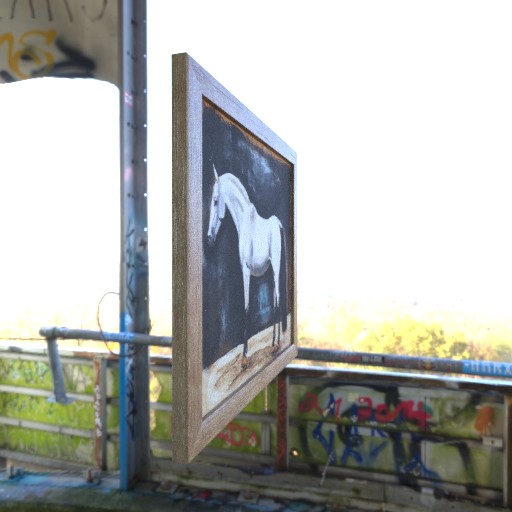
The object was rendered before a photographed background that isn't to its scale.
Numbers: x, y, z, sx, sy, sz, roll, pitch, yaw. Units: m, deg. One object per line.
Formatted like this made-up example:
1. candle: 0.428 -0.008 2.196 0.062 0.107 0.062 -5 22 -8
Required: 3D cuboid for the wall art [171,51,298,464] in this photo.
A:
1. wall art: 0.000 0.000 0.961 0.026 0.588 0.690 0 1 18
